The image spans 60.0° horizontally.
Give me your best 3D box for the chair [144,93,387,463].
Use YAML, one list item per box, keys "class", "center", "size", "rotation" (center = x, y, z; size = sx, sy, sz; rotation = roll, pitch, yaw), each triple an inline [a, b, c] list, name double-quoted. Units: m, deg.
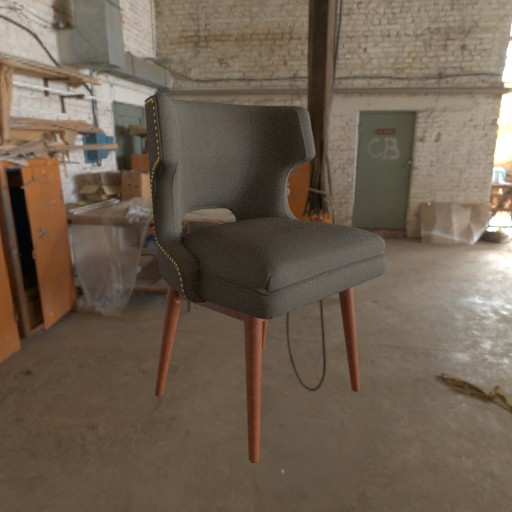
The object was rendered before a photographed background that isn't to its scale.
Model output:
- class: "chair"
  center: [0.000, 0.000, 1.258]
  size: [0.581, 0.863, 0.595]
  rotation: [14, 20, 43]
